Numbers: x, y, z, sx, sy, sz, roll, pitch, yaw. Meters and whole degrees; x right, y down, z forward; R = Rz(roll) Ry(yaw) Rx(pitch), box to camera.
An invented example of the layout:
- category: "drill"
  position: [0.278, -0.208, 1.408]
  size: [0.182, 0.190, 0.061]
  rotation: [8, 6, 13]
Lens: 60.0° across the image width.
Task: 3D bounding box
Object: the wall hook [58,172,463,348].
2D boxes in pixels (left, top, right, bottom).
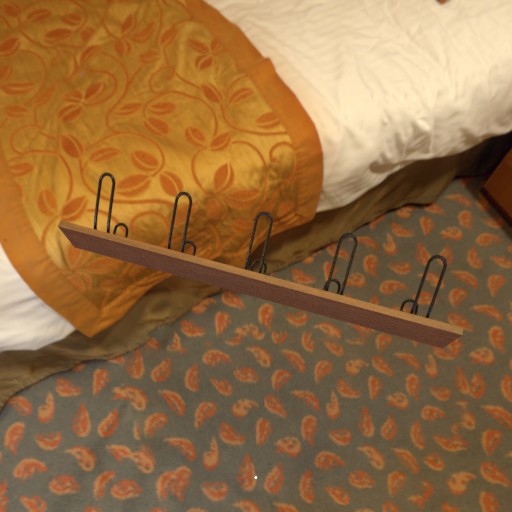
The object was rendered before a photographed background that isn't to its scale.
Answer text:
- category: "wall hook"
  position: [0.000, 0.000, 0.608]
  size: [0.554, 0.116, 0.076]
  rotation: [15, 64, 7]
